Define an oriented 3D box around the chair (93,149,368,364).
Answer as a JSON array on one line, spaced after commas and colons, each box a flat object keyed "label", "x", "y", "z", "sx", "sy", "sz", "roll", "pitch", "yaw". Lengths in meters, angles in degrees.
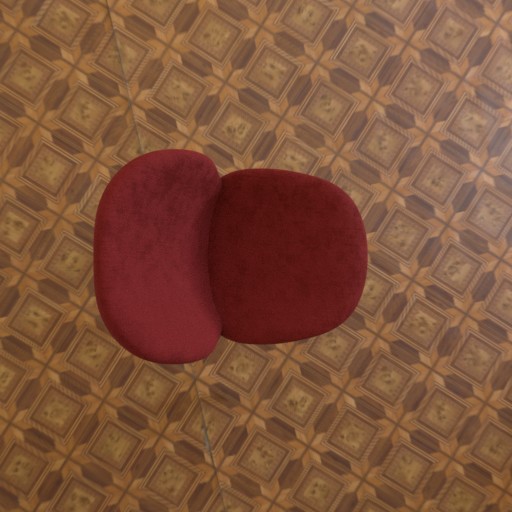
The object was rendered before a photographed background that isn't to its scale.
[{"label": "chair", "x": 0.000, "y": 0.000, "z": 1.158, "sx": 0.587, "sy": 0.791, "sz": 0.458, "roll": 0, "pitch": 90, "yaw": -2}]
